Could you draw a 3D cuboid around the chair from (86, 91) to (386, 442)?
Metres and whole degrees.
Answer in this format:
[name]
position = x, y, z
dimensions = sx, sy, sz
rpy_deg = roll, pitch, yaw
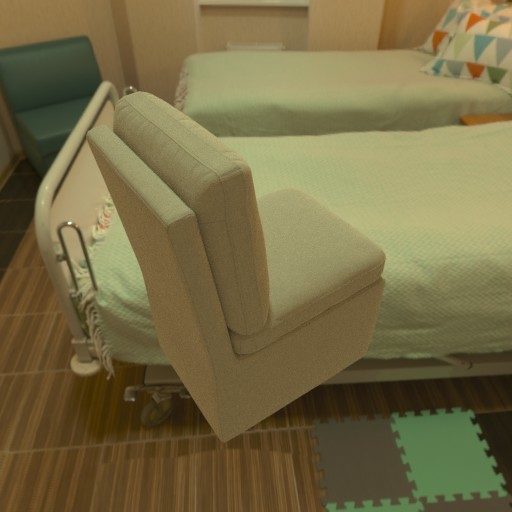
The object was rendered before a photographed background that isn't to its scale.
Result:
[chair]
position = 0.000, 0.000, 1.328
dimensions = 0.698, 0.927, 0.503
rpy_deg = -23, 45, -25
